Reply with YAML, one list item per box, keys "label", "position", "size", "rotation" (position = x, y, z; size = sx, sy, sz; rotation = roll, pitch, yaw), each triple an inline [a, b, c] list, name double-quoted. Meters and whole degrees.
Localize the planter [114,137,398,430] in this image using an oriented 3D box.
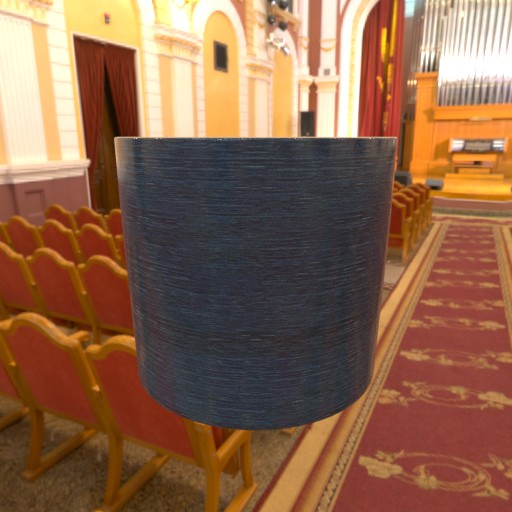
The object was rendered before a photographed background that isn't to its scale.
- label: "planter"
  position: [0.000, 0.000, 0.388]
  size: [0.221, 0.201, 0.221]
  rotation: [0, 15, 0]
